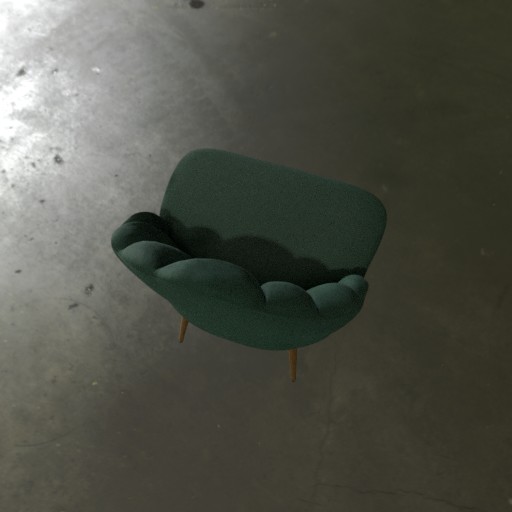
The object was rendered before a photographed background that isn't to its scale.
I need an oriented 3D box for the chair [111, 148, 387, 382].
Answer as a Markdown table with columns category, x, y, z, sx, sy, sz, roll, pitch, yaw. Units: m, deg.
| category | x | y | z | sx | sy | sz | roll | pitch | yaw |
| --- | --- | --- | --- | --- | --- | --- | --- | --- | --- |
| chair | 0.000 | 0.000 | 1.280 | 0.657 | 0.819 | 0.599 | 17 | 64 | 9 |
